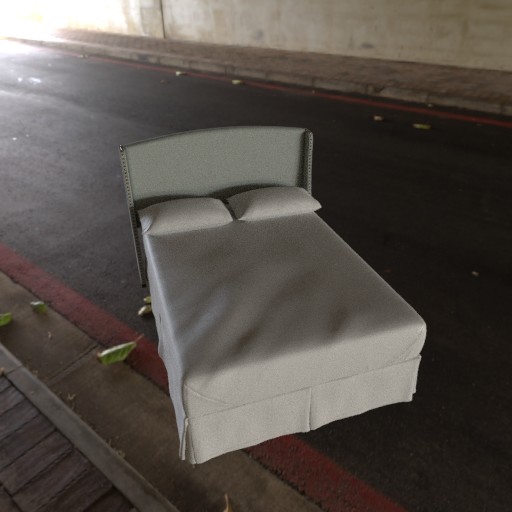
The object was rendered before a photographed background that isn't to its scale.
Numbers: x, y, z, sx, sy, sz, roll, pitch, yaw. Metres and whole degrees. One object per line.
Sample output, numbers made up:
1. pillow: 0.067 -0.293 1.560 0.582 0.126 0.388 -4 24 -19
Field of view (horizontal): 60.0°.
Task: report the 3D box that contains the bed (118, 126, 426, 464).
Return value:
1. bed: 0.000 0.000 3.393 1.710 1.407 2.237 -10 33 -16
